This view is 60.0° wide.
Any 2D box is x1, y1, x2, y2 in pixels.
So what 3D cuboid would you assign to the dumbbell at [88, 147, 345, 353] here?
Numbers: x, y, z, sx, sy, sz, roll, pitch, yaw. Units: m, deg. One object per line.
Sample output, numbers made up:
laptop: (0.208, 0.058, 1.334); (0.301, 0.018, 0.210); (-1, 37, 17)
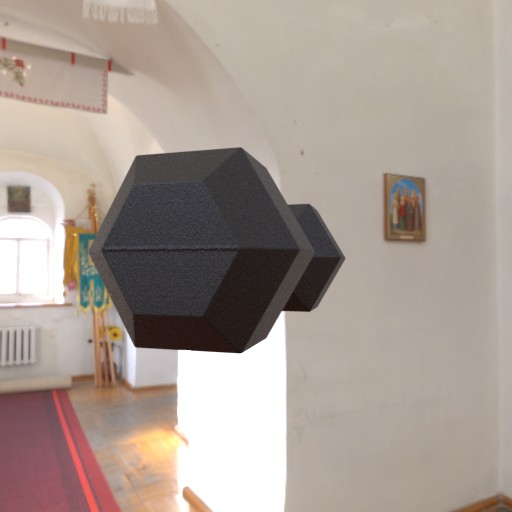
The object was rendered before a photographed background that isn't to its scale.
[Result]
dumbbell: (0.000, 0.000, 0.419); (0.141, 0.123, 0.356); (0, -1, 16)
